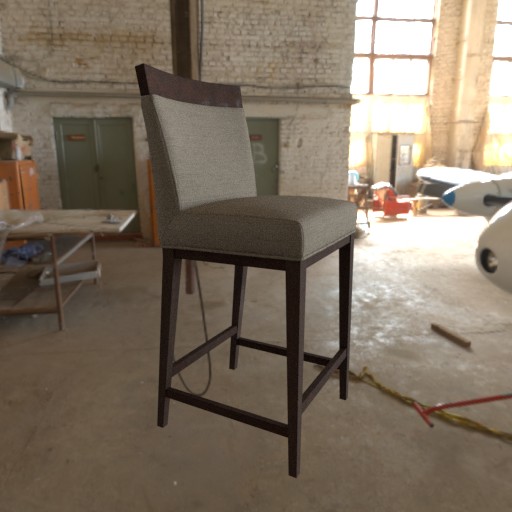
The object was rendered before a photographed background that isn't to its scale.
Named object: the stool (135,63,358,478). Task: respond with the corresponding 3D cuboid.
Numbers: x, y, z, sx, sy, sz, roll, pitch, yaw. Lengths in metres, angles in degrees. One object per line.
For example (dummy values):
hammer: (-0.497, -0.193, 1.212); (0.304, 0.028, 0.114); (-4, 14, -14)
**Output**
stool: (0.000, 0.000, 1.432); (0.531, 1.117, 0.511); (7, 15, 28)
